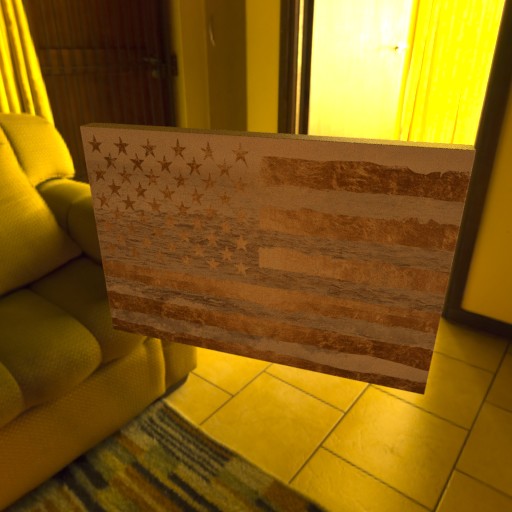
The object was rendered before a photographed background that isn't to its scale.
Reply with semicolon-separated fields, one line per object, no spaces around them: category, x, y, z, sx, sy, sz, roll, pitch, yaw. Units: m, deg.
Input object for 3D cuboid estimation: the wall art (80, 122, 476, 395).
wall art;0.000;0.000;0.757;0.606;0.407;0.041;8;27;16
